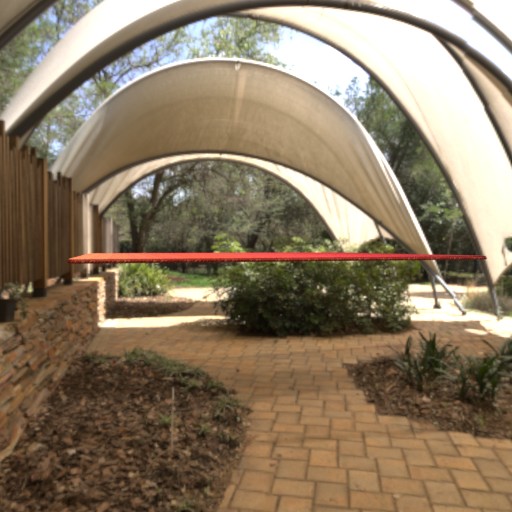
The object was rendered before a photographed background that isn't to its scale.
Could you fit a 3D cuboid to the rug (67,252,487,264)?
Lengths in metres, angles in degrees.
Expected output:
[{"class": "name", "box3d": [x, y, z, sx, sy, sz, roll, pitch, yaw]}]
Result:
[{"class": "rug", "box3d": [0.000, 0.000, 3.947, 2.905, 0.028, 2.340, 0, 1, -18]}]
